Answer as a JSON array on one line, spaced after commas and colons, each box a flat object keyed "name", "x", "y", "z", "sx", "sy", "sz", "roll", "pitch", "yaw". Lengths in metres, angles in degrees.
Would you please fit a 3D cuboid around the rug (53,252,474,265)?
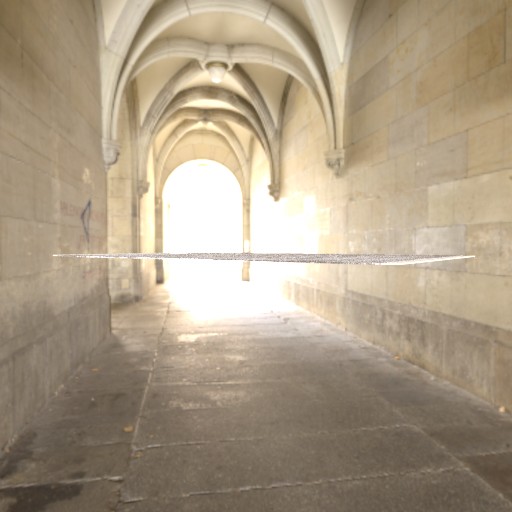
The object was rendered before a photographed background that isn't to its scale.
[{"name": "rug", "x": 0.000, "y": 0.000, "z": 2.993, "sx": 2.440, "sy": 0.010, "sz": 1.529, "roll": 1, "pitch": 2, "yaw": 36}]
